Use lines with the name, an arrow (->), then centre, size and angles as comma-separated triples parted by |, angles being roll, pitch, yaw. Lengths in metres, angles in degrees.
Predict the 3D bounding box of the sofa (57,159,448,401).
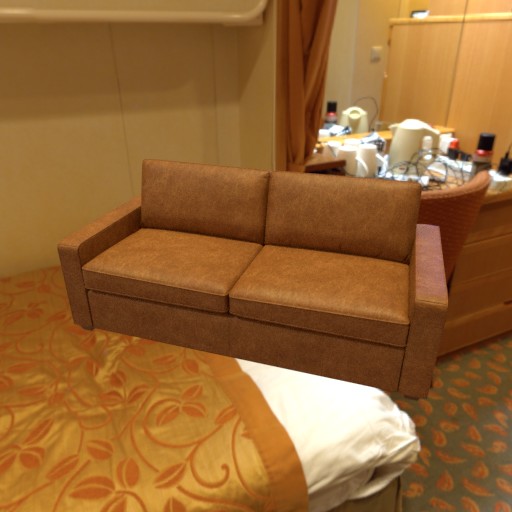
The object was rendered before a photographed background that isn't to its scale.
sofa -> 0.000, 0.000, 2.709 | 2.156, 0.928, 0.991 | 8, 28, 16
